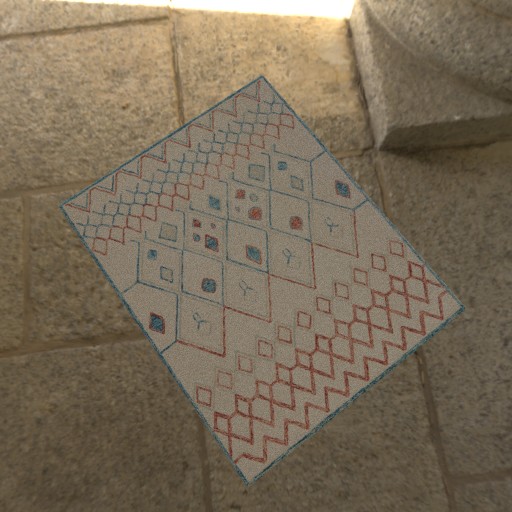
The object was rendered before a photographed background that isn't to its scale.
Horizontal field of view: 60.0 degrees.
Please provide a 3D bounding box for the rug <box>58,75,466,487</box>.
[{"bbox_3d":[0.000,0.000,4.103,2.441,0.016,3.050,-36,78,-9],"label":"rug"}]
